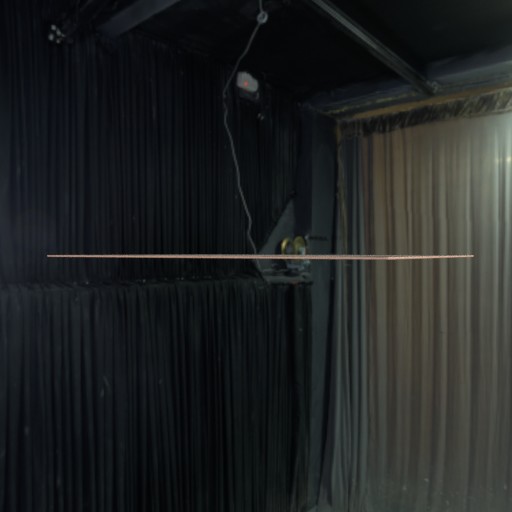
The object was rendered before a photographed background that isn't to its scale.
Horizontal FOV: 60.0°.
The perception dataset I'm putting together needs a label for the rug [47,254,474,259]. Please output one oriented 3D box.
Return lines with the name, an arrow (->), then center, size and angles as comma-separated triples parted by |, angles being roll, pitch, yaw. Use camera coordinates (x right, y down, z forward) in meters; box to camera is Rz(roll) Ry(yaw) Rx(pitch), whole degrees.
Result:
rug -> 0.000, 0.000, 2.282 | 1.829, 0.008, 1.219 | 0, 0, 36
